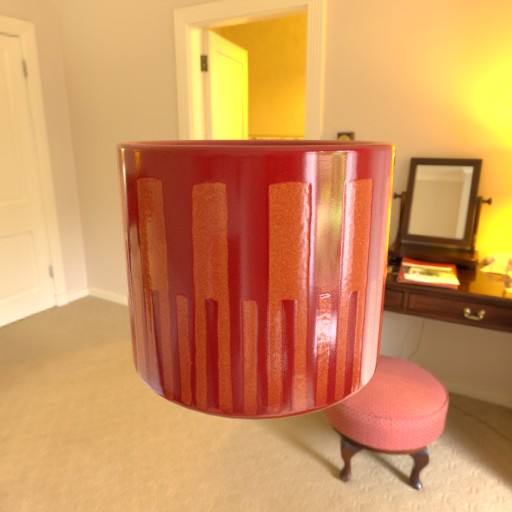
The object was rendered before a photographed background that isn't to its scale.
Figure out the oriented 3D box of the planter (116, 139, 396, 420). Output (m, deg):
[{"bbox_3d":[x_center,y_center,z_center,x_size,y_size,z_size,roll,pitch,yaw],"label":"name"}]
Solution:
[{"bbox_3d":[0.000,0.000,0.405,0.230,0.202,0.230,0,16,0],"label":"planter"}]
